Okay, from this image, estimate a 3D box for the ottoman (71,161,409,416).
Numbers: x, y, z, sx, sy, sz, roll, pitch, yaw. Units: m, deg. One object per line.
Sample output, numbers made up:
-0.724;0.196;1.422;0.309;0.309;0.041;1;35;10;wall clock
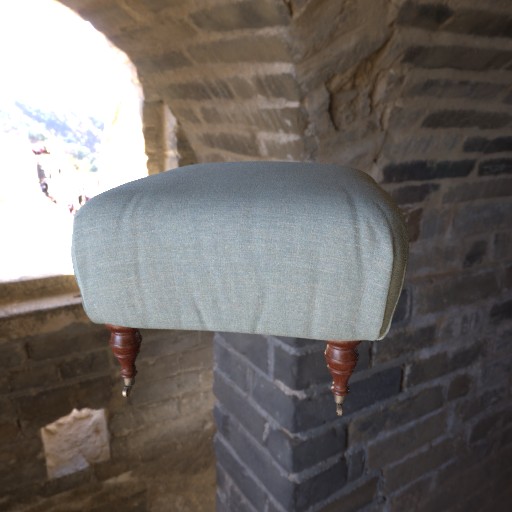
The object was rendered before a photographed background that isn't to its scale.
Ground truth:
0.000;0.000;1.115;0.622;0.450;0.747;2;16;8;ottoman
